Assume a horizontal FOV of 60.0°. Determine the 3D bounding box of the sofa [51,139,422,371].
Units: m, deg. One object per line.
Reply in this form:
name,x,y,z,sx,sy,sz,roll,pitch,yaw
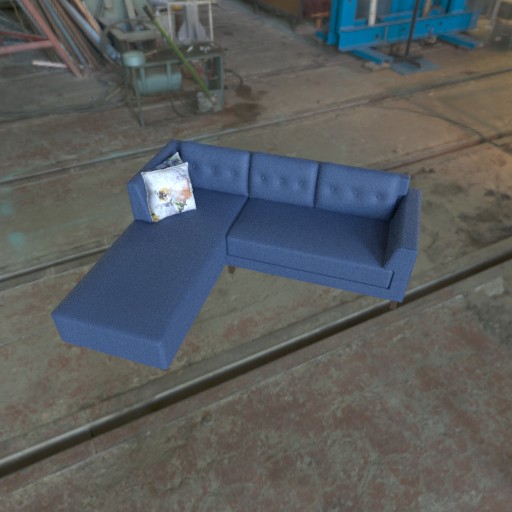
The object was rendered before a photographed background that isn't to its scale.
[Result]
sofa,0.000,0.000,3.145,2.120,0.787,1.829,12,42,13
